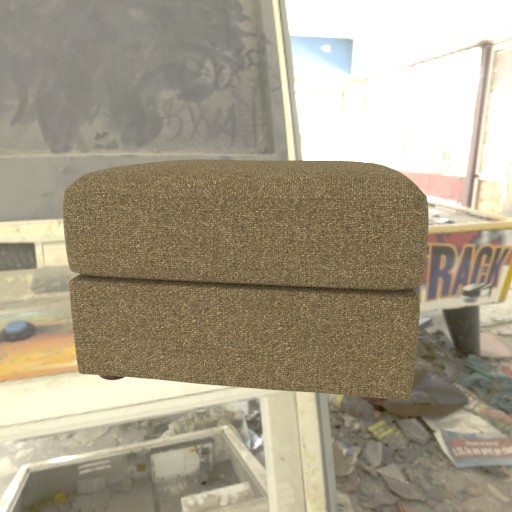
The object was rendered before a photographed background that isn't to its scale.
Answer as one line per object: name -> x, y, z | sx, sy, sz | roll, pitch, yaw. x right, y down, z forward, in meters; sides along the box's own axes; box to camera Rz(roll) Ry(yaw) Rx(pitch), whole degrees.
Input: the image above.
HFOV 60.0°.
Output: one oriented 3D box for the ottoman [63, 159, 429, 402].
ottoman -> 0.000, 0.000, 1.140 | 0.742, 0.476, 0.598 | 2, 14, 8
